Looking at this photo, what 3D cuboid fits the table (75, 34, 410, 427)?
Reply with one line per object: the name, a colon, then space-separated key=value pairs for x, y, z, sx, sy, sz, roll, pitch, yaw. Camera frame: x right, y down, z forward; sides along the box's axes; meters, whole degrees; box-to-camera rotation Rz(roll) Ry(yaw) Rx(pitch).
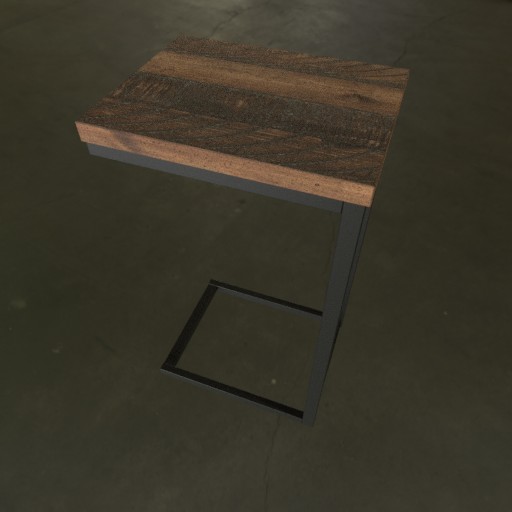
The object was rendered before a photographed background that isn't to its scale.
table: x=0.000 y=0.000 z=0.926 sx=0.414 sy=0.718 sz=0.323 roll=15 pitch=49 yaw=14
